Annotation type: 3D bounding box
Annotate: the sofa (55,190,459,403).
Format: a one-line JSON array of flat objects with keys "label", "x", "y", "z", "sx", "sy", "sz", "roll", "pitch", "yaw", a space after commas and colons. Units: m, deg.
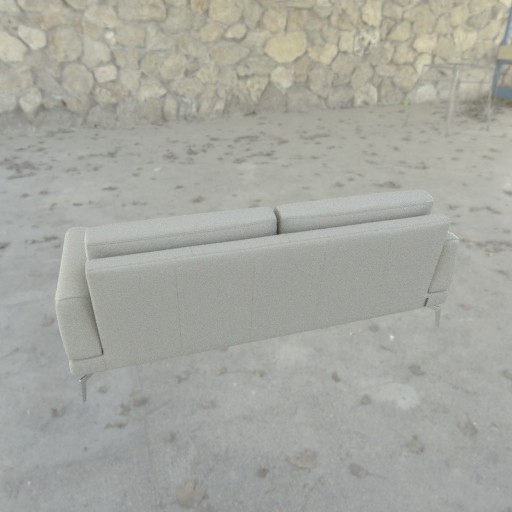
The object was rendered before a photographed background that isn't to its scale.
[{"label": "sofa", "x": 0.000, "y": 0.000, "z": 2.397, "sx": 1.940, "sy": 0.765, "sz": 0.974, "roll": -8, "pitch": 28, "yaw": -16}]
